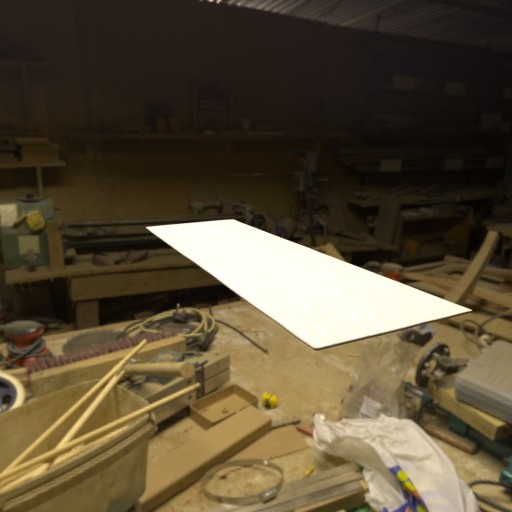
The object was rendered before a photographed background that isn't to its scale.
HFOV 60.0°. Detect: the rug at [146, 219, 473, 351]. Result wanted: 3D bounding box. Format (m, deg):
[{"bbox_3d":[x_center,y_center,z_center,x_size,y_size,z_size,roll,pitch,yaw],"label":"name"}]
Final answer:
[{"bbox_3d":[0.000,0.000,2.732,0.793,0.014,2.450,-7,16,-26],"label":"rug"}]
